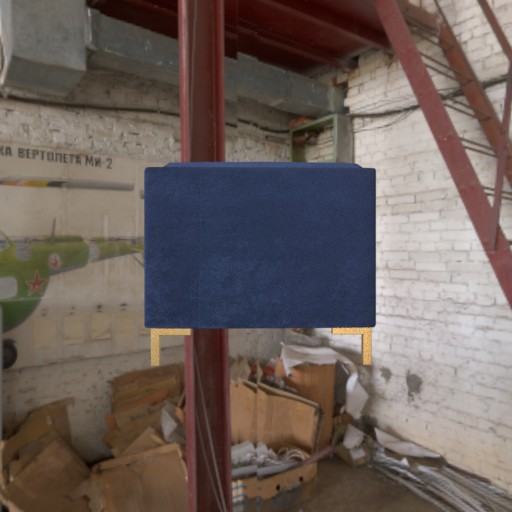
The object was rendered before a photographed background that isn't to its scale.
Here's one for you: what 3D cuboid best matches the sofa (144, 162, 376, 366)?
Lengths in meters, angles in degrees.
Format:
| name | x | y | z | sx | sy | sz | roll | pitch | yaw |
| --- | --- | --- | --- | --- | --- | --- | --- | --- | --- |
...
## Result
| name | x | y | z | sx | sy | sz | roll | pitch | yaw |
| --- | --- | --- | --- | --- | --- | --- | --- | --- | --- |
| sofa | 0.000 | 0.000 | 2.490 | 0.796 | 0.705 | 2.102 | 0 | 1 | -1 |
